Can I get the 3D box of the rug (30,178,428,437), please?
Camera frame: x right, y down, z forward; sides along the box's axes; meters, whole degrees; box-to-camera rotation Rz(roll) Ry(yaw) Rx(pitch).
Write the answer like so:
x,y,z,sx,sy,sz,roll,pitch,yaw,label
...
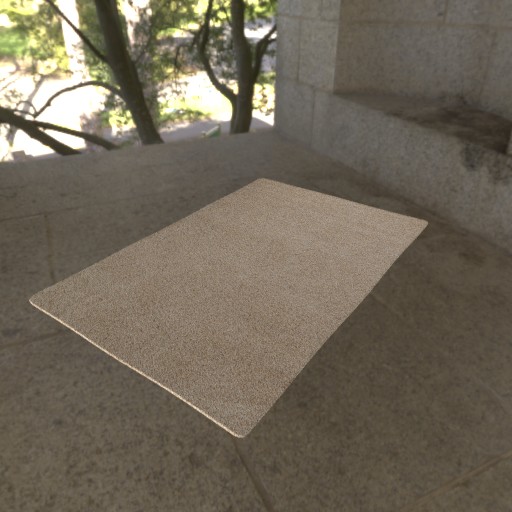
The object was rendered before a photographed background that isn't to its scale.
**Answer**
x,y,z,sx,sy,sz,roll,pitch,yaw,label
0.000,0.000,3.411,1.801,0.024,2.700,21,37,30,rug
